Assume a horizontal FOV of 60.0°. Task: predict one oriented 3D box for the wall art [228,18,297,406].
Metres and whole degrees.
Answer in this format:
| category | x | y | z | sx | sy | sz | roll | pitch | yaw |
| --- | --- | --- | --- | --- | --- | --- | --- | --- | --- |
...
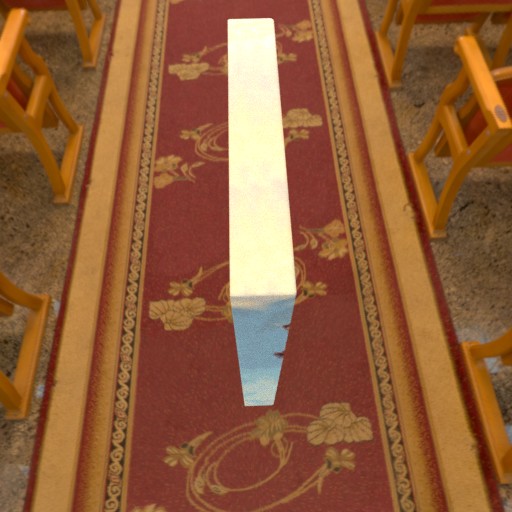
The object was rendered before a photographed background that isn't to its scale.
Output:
| category | x | y | z | sx | sy | sz | roll | pitch | yaw |
| --- | --- | --- | --- | --- | --- | --- | --- | --- | --- |
| wall art | 0.000 | 0.000 | 0.481 | 0.039 | 0.380 | 0.251 | -2 | 62 | -1 |
